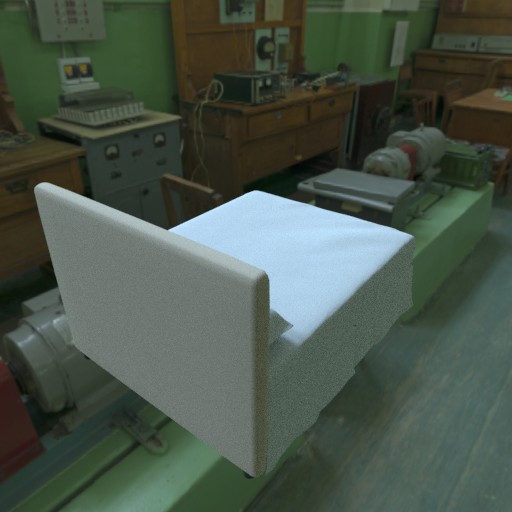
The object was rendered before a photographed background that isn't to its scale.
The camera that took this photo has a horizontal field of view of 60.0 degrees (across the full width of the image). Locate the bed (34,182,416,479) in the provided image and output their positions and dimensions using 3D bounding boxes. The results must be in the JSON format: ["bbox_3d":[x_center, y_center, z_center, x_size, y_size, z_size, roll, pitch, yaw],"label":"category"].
[{"bbox_3d":[0.000,0.000,3.183,1.748,1.330,2.142,21,36,32],"label":"bed"}]
